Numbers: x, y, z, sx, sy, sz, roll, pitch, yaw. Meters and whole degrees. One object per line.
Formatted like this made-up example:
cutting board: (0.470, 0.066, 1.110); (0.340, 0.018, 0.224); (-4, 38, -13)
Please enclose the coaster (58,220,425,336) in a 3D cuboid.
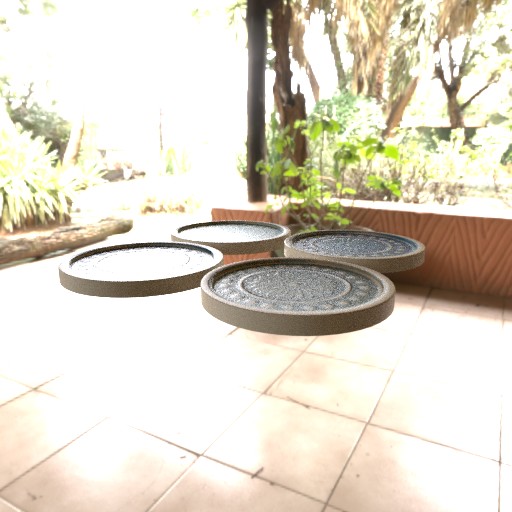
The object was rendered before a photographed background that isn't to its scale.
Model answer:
coaster: (0.000, 0.000, 0.327); (0.220, 0.010, 0.224); (7, 16, 27)
